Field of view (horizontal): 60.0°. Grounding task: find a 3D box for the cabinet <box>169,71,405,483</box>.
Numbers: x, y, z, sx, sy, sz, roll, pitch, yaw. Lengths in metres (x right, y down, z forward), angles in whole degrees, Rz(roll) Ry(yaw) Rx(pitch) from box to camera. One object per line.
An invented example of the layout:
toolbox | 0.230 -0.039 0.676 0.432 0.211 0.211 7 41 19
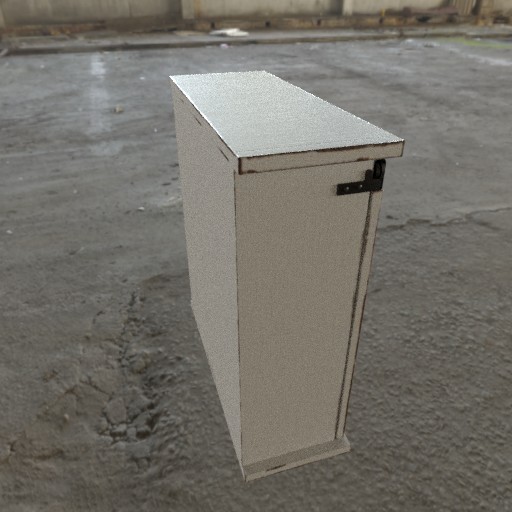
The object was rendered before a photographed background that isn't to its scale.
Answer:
cabinet | 0.000 0.000 0.887 0.210 0.603 0.541 -9 33 -15
